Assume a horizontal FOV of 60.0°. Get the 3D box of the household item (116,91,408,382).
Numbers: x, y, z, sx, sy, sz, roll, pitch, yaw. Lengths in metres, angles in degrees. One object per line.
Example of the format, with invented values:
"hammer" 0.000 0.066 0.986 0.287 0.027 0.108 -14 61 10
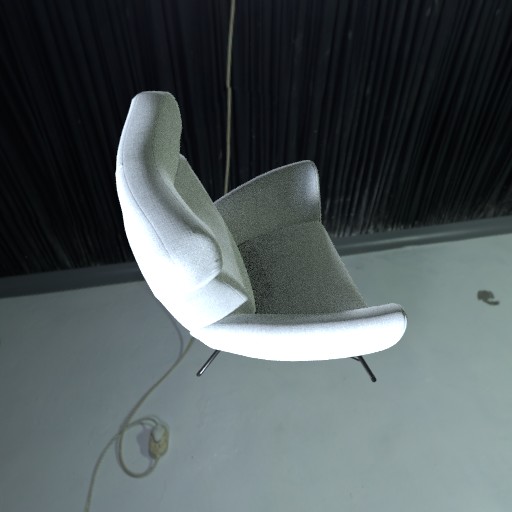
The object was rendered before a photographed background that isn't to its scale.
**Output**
"household item" 0.000 0.000 1.759 0.900 1.050 0.980 -11 47 -10
